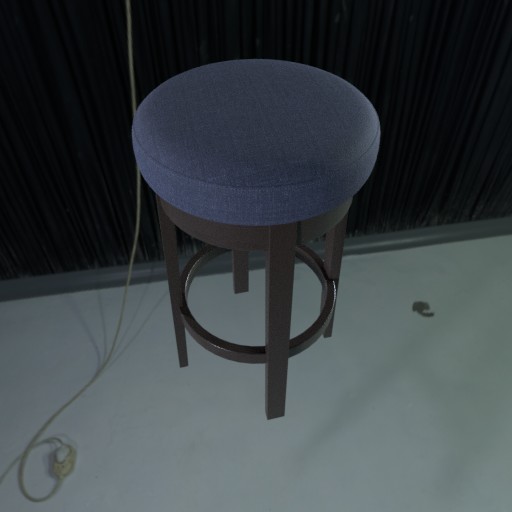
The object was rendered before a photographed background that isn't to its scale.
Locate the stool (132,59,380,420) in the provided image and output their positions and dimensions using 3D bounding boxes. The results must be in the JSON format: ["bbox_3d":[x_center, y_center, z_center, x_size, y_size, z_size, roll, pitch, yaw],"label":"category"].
[{"bbox_3d":[0.000,0.000,1.016,0.446,0.758,0.446,0,46,0],"label":"stool"}]
